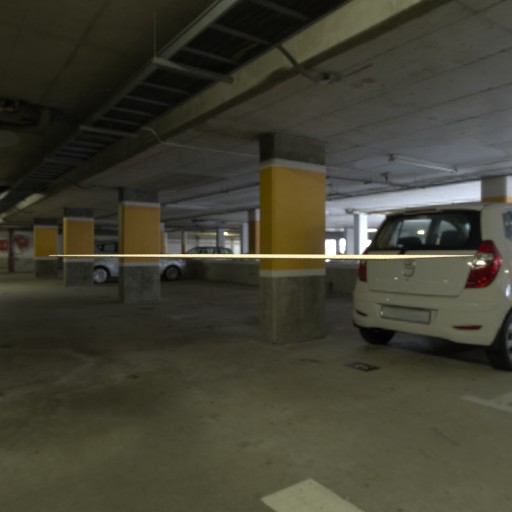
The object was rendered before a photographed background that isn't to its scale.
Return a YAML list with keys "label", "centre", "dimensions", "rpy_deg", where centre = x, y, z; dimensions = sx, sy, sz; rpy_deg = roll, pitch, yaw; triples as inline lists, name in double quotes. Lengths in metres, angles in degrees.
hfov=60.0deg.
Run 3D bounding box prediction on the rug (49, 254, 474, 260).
- label: "rug"
  centre: [0.000, 0.000, 2.286]
  dimensions: [1.828, 0.007, 1.220]
  rpy_deg: [0, 1, 37]
